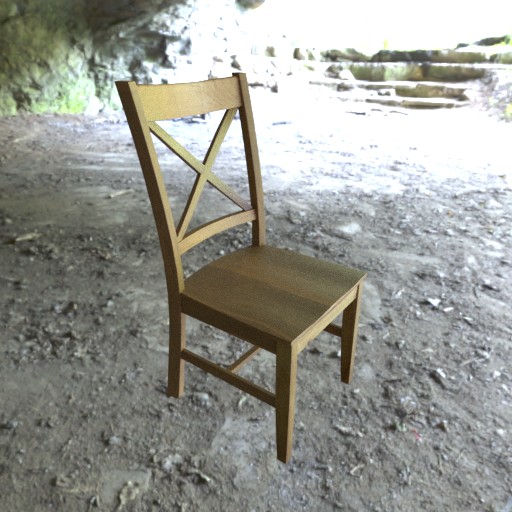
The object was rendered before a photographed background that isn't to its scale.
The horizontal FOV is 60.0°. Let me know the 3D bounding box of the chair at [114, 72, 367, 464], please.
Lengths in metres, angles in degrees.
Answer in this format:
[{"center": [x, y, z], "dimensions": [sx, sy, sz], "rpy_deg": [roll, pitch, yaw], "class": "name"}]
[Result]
[{"center": [0.000, 0.000, 1.327], "dimensions": [0.542, 0.983, 0.485], "rpy_deg": [18, 31, 32], "class": "chair"}]
